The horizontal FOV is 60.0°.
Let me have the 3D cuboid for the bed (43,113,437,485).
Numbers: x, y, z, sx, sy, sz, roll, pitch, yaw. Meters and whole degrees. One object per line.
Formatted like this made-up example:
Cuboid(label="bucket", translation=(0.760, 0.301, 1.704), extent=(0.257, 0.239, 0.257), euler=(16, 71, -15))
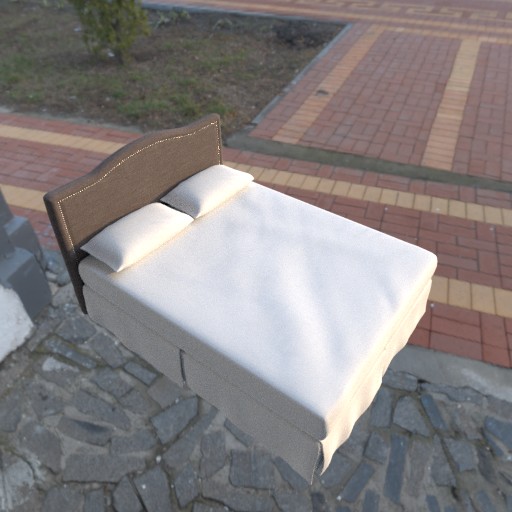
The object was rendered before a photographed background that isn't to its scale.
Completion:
Cuboid(label="bed", translation=(0.000, 0.000, 3.877), extent=(2.689, 1.457, 2.161), euler=(26, 47, 27))
